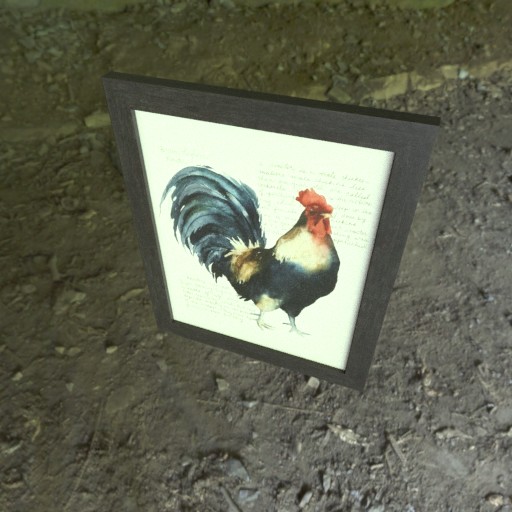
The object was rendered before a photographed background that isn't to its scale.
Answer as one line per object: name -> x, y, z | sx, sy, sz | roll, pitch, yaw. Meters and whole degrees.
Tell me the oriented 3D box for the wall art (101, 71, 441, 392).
wall art -> 0.000, 0.000, 0.793 | 0.479, 0.580, 0.027 | 14, 43, 15
